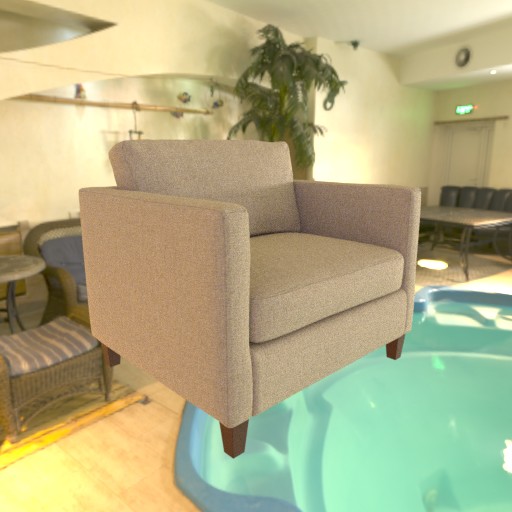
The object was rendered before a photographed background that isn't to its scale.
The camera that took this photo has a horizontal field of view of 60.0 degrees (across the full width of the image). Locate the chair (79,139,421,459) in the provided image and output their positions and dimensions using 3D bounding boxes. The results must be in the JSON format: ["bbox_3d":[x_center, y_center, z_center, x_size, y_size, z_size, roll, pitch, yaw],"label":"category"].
[{"bbox_3d":[0.000,0.000,1.860,1.107,0.961,0.959,-12,18,-42],"label":"chair"}]
